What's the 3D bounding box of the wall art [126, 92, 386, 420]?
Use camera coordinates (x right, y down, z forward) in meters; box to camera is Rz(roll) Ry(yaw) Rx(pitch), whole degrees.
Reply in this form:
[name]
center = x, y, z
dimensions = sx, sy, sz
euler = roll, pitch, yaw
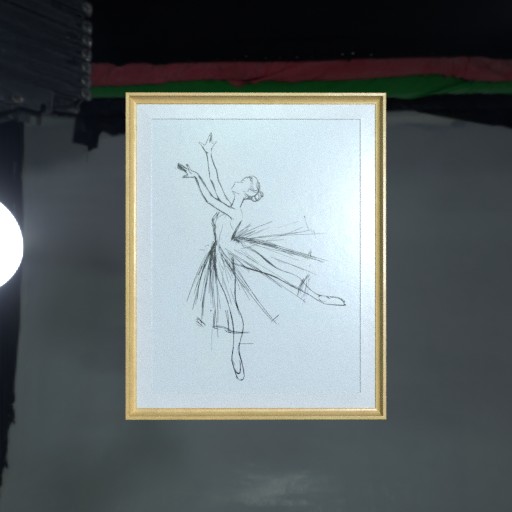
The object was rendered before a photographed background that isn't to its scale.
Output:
[wall art]
center = 0.000, 0.000, 1.373
dimensions = 0.798, 1.002, 0.030
euler = 0, 0, 0
